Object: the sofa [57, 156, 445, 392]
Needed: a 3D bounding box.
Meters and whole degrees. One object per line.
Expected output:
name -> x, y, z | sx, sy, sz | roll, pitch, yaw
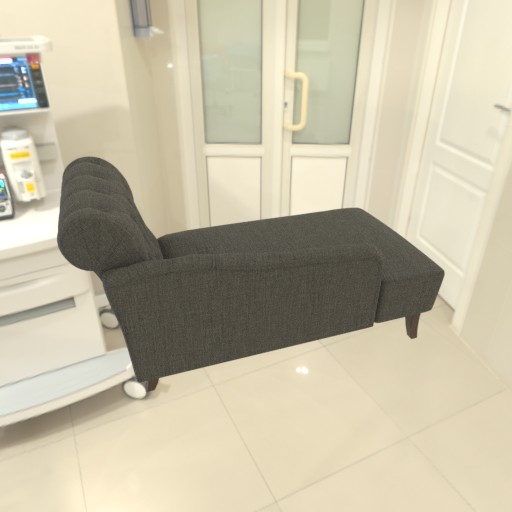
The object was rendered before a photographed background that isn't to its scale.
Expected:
sofa -> 0.000, 0.000, 1.822 | 1.379, 0.787, 0.675 | -10, 31, -16
